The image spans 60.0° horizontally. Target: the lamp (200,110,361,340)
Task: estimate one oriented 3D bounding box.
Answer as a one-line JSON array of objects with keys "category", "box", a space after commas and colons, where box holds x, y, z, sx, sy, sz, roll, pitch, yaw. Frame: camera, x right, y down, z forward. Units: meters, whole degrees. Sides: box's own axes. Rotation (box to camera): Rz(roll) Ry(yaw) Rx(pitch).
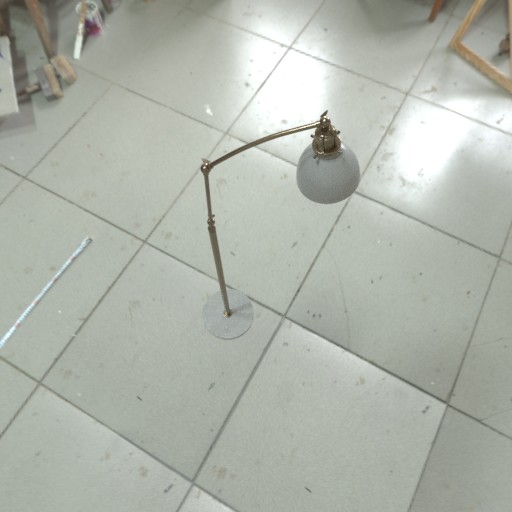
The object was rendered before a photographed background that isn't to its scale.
[{"category": "lamp", "box": [0.000, 0.000, 1.786, 0.599, 1.586, 0.288, 0, 65, 0]}]
